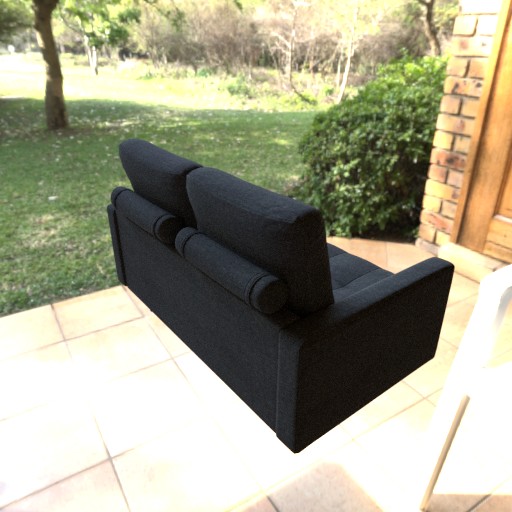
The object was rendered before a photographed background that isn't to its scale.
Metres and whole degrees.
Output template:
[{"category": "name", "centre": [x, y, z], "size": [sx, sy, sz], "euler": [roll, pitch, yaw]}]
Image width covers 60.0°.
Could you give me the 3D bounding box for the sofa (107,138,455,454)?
[{"category": "sofa", "centre": [0.000, 0.000, 1.948], "size": [0.842, 0.907, 1.407], "euler": [-19, 33, -33]}]
